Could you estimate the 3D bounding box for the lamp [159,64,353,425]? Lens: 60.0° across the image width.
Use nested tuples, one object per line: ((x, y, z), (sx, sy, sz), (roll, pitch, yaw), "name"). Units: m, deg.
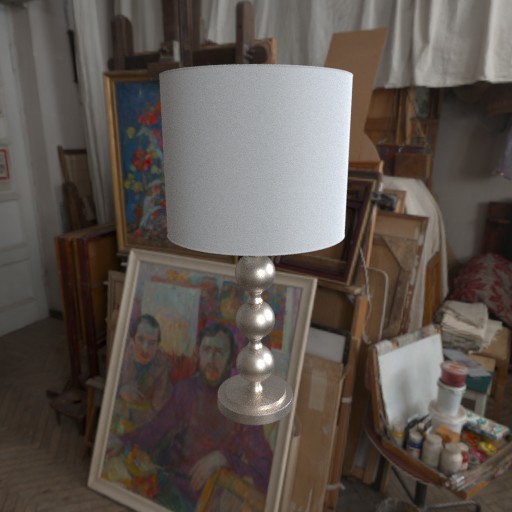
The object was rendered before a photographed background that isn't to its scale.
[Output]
((0.000, 0.000, 0.715), (0.277, 0.538, 0.277), (-2, 16, -8), "lamp")
